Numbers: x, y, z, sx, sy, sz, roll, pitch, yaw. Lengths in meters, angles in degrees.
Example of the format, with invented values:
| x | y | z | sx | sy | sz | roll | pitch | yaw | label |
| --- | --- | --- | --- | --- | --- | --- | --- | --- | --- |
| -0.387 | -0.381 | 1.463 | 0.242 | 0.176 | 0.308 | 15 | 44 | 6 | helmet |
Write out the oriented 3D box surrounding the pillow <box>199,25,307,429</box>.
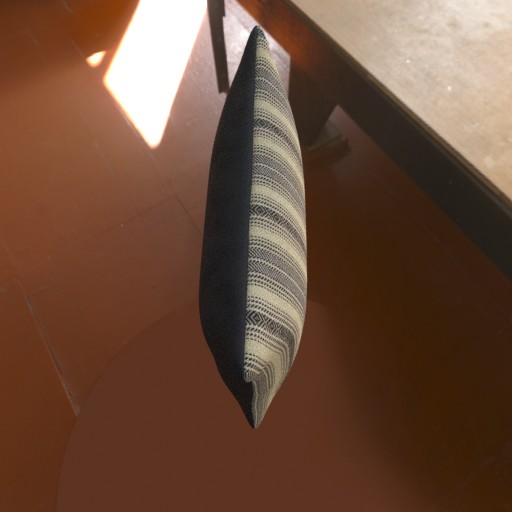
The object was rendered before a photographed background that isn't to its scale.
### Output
| x | y | z | sx | sy | sz | roll | pitch | yaw | label |
| --- | --- | --- | --- | --- | --- | --- | --- | --- | --- |
| 0.000 | 0.000 | 0.771 | 0.166 | 0.508 | 0.520 | 1 | 64 | 1 | pillow |
